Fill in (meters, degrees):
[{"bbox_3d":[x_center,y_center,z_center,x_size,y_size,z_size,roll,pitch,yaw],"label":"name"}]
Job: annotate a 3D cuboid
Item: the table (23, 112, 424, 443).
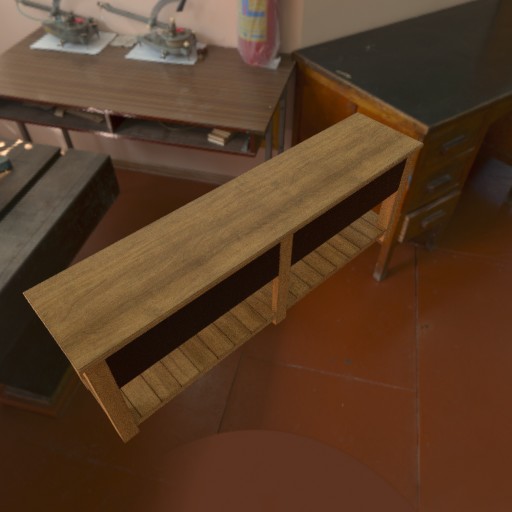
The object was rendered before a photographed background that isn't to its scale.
[{"bbox_3d":[0.000,0.000,2.073,1.815,0.635,0.425,-34,55,-27],"label":"table"}]
